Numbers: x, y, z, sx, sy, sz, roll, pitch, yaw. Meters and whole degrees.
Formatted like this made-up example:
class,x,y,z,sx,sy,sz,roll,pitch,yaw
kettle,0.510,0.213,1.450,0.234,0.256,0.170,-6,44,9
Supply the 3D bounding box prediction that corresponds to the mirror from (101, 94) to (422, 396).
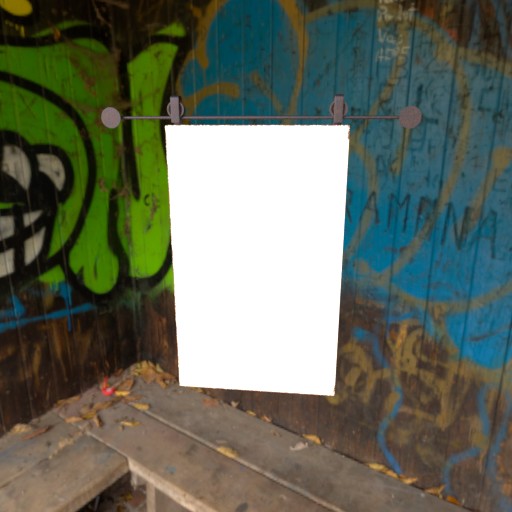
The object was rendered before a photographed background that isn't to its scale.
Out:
class,x,y,z,sx,sy,sz,roll,pitch,yaw
mirror,0.000,0.000,1.234,0.808,0.844,0.037,2,17,6
